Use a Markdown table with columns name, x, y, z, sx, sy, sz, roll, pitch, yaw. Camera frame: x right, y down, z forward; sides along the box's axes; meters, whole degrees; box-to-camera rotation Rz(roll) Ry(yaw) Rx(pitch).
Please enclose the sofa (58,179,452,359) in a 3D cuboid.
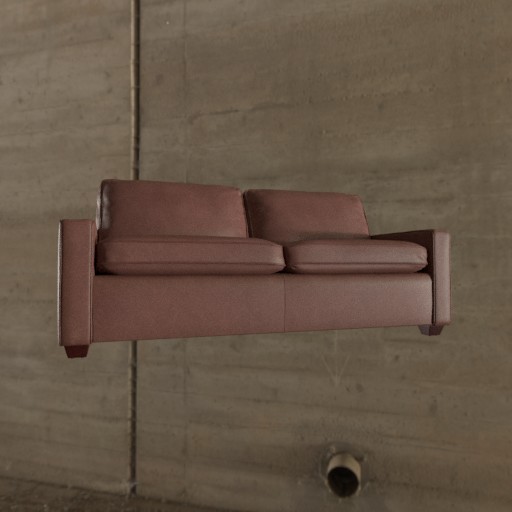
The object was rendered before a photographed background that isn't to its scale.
| name | x | y | z | sx | sy | sz | roll | pitch | yaw |
| --- | --- | --- | --- | --- | --- | --- | --- | --- | --- |
| sofa | 0.000 | 0.000 | 2.605 | 2.080 | 0.919 | 0.940 | 0 | -1 | -18 |
